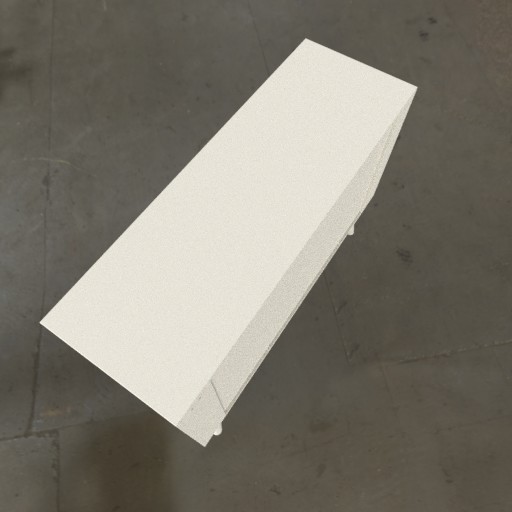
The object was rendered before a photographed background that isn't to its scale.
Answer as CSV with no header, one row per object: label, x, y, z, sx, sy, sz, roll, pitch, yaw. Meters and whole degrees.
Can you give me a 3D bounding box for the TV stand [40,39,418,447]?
TV stand,0.000,0.000,1.563,0.406,0.812,1.193,31,67,15
